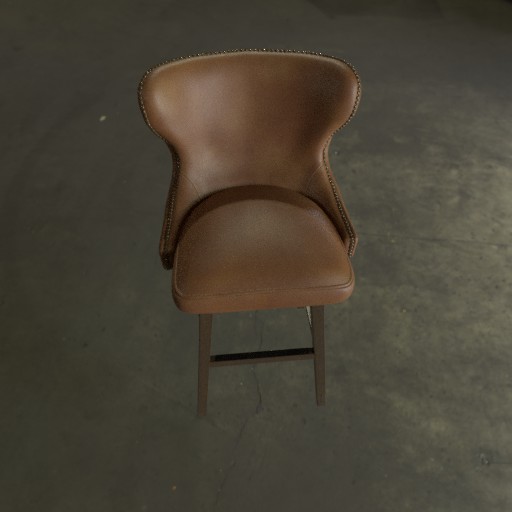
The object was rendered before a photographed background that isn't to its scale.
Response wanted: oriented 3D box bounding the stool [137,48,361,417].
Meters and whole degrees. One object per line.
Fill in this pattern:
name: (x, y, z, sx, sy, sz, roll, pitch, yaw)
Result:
stool: (0.000, 0.000, 1.428, 0.591, 1.087, 0.606, -4, 47, -4)
